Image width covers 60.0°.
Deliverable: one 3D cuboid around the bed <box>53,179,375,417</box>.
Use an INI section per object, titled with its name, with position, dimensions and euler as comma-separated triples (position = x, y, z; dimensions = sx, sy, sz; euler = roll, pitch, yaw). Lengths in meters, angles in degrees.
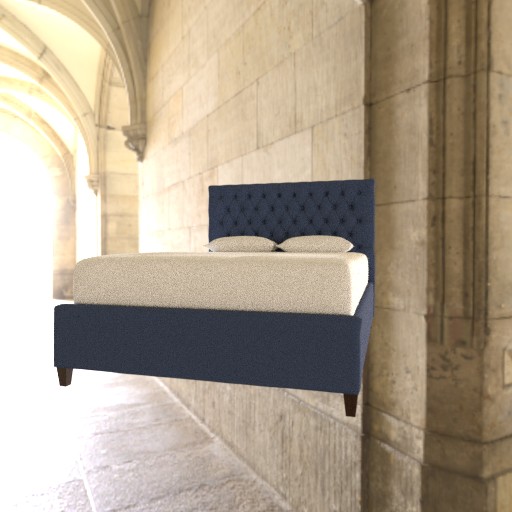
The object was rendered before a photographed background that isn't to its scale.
[bed]
position = 0.000, 0.000, 3.366
dimensions = 1.706, 1.427, 2.387
euler = 0, 1, 16
